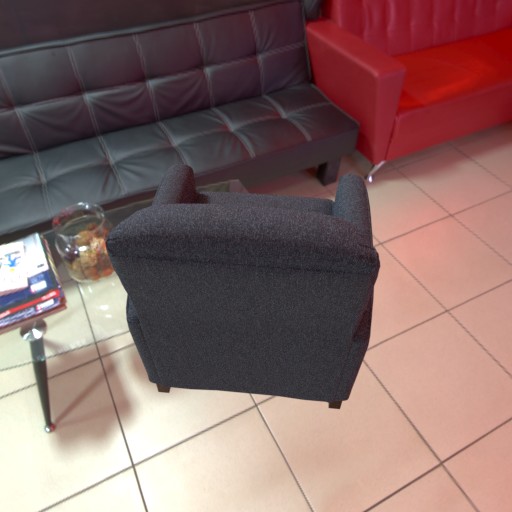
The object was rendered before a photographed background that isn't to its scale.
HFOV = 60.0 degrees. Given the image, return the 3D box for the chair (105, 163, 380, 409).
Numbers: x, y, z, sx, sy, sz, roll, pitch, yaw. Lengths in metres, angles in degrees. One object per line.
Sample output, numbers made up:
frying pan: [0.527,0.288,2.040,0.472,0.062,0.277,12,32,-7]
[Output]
chair: [0.000,0.000,1.650,0.839,1.016,0.850,4,47,4]
